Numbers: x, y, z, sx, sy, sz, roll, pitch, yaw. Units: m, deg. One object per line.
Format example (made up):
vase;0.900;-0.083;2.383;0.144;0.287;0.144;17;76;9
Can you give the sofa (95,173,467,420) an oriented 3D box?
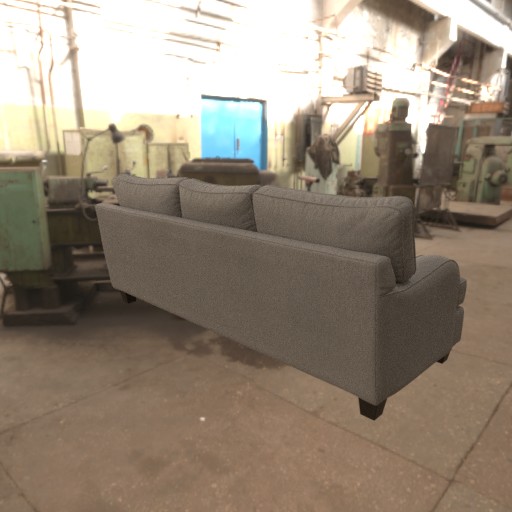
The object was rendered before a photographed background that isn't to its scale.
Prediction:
sofa;0.000;0.000;2.844;2.323;0.991;1.016;14;20;43
